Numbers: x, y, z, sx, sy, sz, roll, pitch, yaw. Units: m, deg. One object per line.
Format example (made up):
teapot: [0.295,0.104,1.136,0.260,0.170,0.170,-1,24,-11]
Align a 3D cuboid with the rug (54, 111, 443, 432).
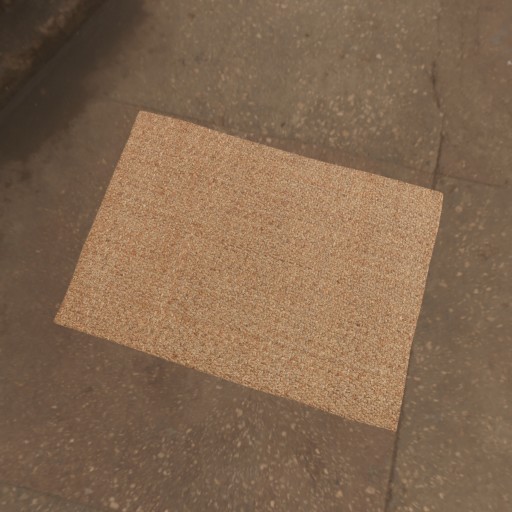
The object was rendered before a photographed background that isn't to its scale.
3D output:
rug: [0.000,0.000,2.801,2.141,0.013,1.566,16,76,4]
